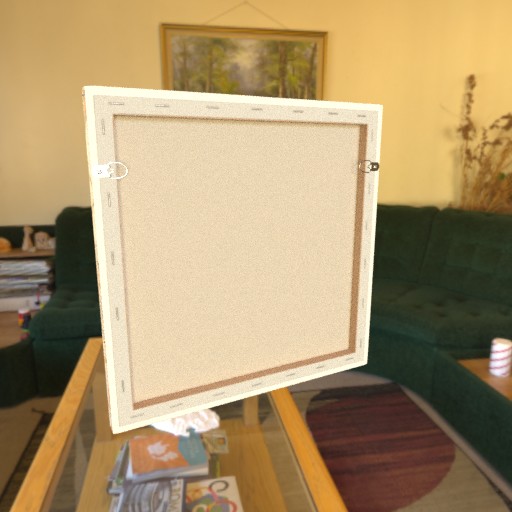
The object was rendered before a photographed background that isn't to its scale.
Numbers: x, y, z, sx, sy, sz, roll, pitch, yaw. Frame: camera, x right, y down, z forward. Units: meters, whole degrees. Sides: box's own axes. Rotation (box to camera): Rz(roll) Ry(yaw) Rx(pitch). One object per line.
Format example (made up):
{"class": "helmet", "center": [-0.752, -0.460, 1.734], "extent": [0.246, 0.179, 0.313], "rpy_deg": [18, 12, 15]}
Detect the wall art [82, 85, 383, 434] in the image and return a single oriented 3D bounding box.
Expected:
{"class": "wall art", "center": [0.000, 0.000, 1.342], "extent": [0.912, 0.914, 0.039], "rpy_deg": [-7, 15, -27]}
